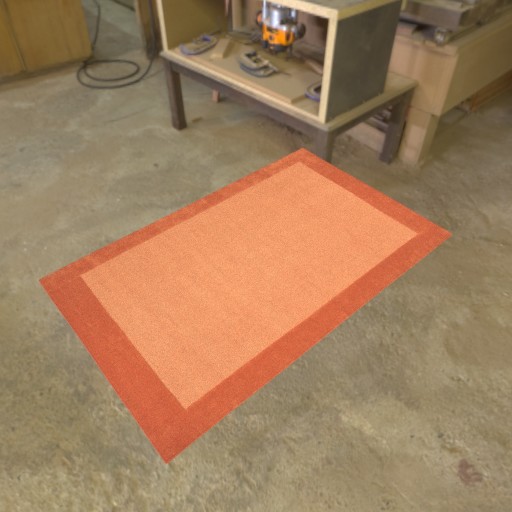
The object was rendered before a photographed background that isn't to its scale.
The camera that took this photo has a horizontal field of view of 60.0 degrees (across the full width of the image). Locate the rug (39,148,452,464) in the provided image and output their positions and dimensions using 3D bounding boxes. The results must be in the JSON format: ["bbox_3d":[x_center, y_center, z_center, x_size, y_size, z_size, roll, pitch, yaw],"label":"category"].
[{"bbox_3d":[0.000,0.000,3.044,2.438,0.014,1.524,-32,53,-27],"label":"rug"}]
